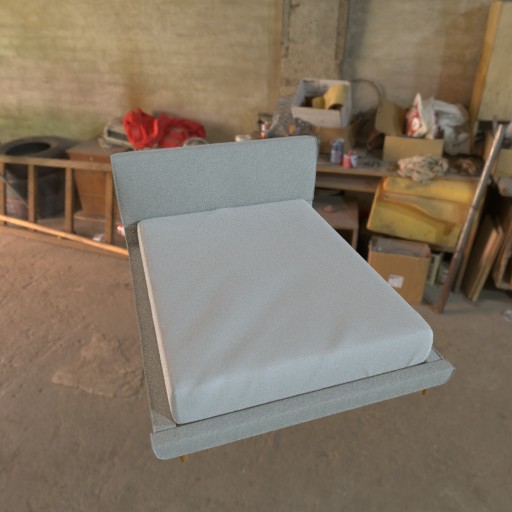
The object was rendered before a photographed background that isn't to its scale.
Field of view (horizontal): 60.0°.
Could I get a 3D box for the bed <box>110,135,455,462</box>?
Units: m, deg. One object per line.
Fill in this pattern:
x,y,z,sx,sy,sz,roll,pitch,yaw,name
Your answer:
0.000,0.000,3.510,1.980,1.126,2.498,-9,32,-15,bed
